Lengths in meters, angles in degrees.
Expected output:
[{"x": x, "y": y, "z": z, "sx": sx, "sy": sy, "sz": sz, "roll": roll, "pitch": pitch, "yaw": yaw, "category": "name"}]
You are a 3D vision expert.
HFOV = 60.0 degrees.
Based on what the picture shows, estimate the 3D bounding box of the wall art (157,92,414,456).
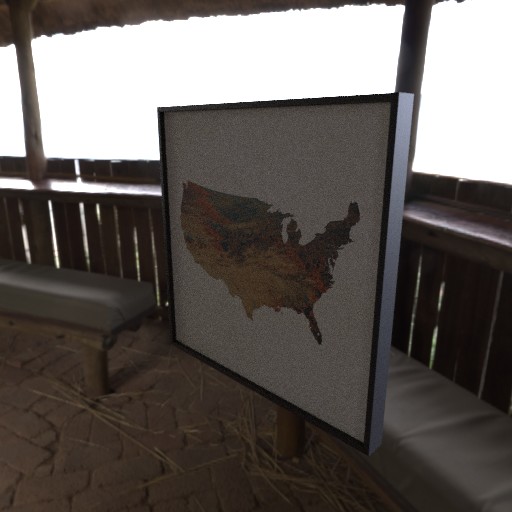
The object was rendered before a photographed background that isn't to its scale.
[{"x": 0.000, "y": 0.000, "z": 0.770, "sx": 0.507, "sy": 0.507, "sz": 0.038, "roll": 15, "pitch": 22, "yaw": 43, "category": "wall art"}]
